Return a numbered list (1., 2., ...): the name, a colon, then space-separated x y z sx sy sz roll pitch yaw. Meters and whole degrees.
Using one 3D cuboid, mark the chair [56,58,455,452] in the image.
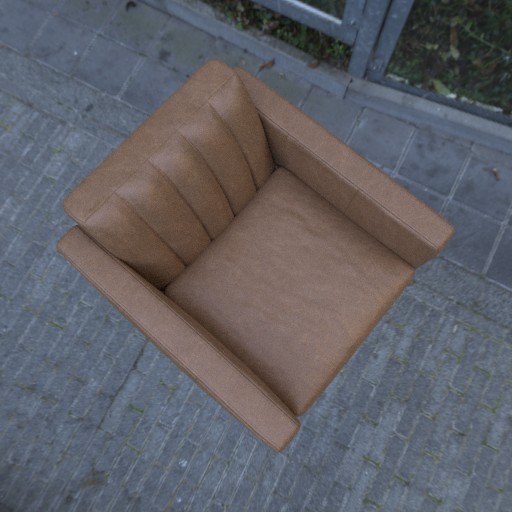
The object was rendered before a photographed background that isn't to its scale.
1. chair: 0.000 0.000 1.666 0.998 0.819 0.953 40 79 9
